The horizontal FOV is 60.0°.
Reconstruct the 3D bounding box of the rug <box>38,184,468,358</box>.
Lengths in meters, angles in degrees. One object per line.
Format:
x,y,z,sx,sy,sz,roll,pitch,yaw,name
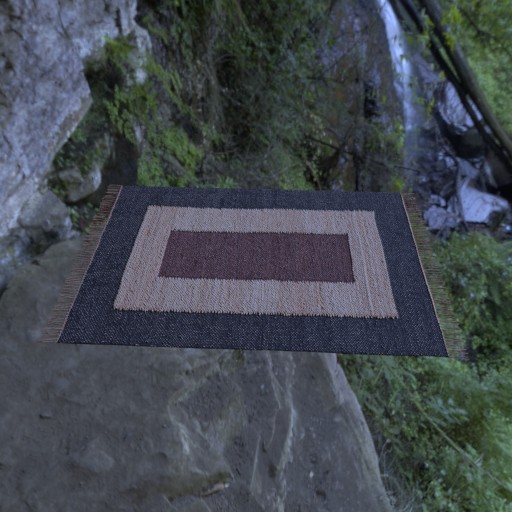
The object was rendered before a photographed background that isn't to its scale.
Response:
0.000,0.000,2.479,2.021,0.027,1.224,2,46,2,rug
